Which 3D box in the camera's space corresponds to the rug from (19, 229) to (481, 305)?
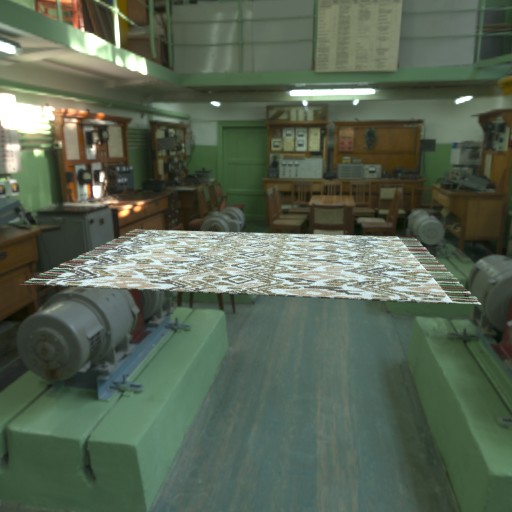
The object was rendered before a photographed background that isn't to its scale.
[{"bbox_3d":[0.000,0.000,2.294,1.829,0.008,1.219,2,14,7],"label":"rug"}]
